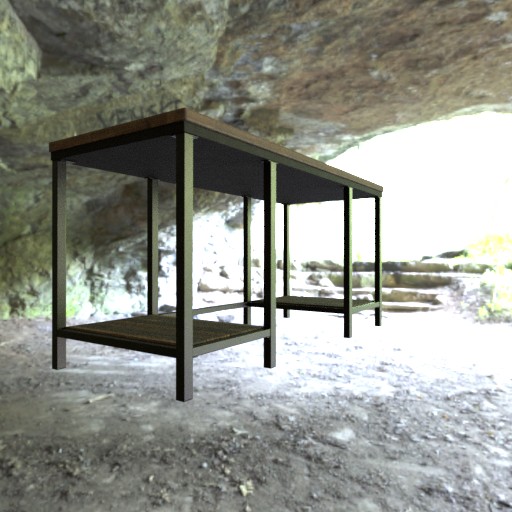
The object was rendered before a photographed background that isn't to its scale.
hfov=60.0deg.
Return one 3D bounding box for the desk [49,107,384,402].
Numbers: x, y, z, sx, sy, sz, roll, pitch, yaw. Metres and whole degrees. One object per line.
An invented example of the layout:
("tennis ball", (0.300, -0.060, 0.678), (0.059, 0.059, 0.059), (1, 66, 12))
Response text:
("desk", (0.000, 0.000, 1.935), (0.617, 0.753, 1.538), (0, 0, 35))
